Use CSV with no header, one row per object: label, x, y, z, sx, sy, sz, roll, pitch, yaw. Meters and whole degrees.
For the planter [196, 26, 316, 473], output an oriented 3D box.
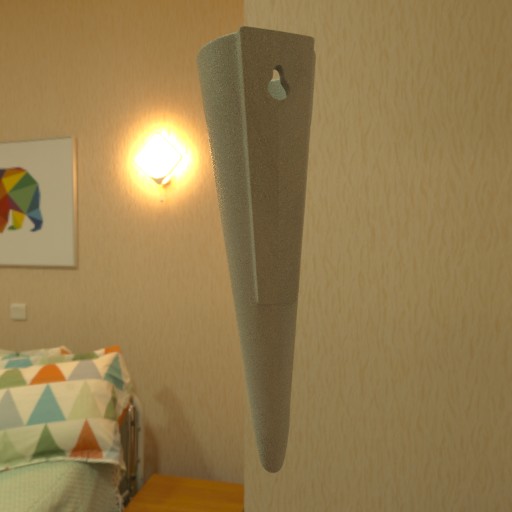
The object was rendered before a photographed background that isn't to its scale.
planter,0.000,0.000,0.219,0.057,0.191,0.064,-1,2,-18
